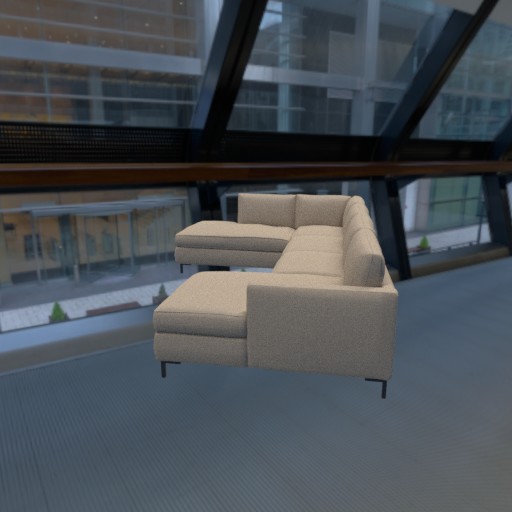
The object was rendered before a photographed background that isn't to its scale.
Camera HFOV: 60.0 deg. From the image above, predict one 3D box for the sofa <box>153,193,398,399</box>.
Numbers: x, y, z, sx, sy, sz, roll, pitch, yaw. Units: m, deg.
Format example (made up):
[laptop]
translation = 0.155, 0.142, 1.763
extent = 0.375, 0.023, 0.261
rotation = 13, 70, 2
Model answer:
[sofa]
translation = 0.000, 0.000, 3.571
extent = 1.879, 0.756, 2.737
rotation = 3, 14, 10
